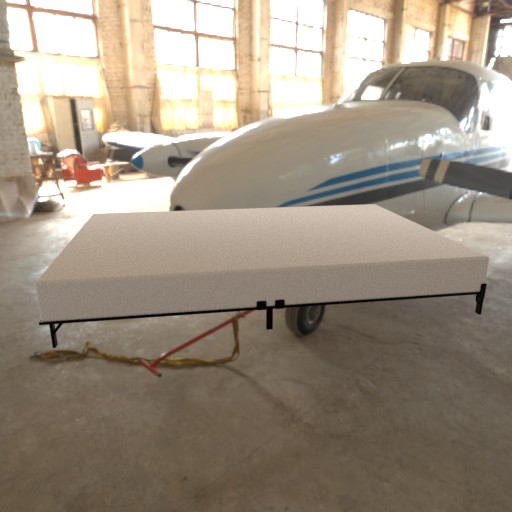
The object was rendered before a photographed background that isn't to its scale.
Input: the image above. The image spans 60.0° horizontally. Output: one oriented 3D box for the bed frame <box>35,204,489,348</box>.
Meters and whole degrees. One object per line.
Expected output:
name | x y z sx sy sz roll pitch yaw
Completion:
bed frame | 0.000 0.000 3.804 2.987 0.440 1.930 -3 18 -9
